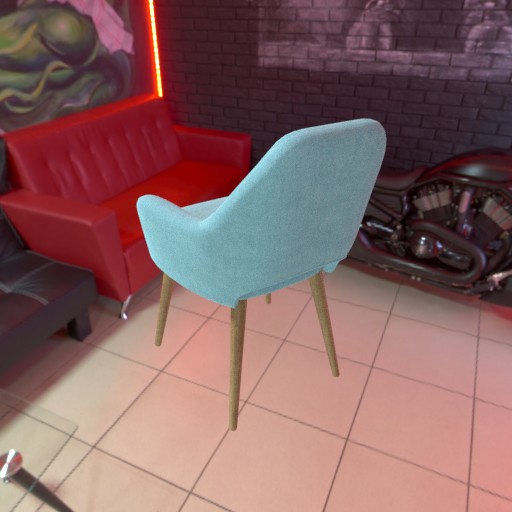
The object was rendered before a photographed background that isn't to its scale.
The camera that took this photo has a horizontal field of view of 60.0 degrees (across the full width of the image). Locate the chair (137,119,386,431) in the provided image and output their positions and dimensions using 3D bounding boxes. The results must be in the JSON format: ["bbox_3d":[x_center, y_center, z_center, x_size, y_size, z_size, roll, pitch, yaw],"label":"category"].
[{"bbox_3d":[0.000,0.000,1.236,0.590,0.840,0.610,-18,34,-28],"label":"chair"}]
